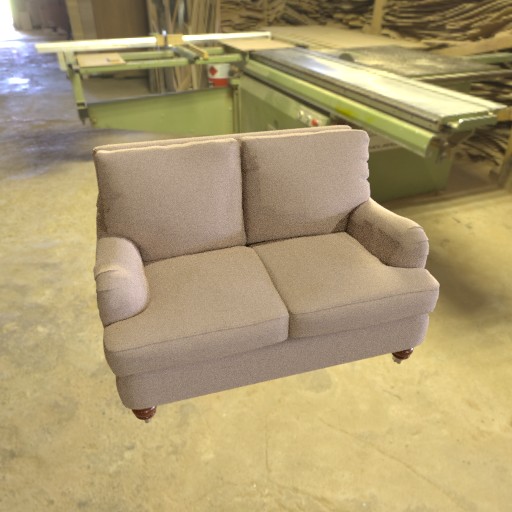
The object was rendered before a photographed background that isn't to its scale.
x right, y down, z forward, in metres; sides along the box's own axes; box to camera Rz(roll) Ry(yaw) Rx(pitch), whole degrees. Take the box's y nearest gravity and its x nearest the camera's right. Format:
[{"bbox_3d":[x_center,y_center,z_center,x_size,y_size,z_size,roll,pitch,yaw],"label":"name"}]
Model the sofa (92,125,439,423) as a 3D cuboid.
[{"bbox_3d":[0.000,0.000,2.238,1.508,1.048,1.087,-9,33,-14],"label":"sofa"}]
